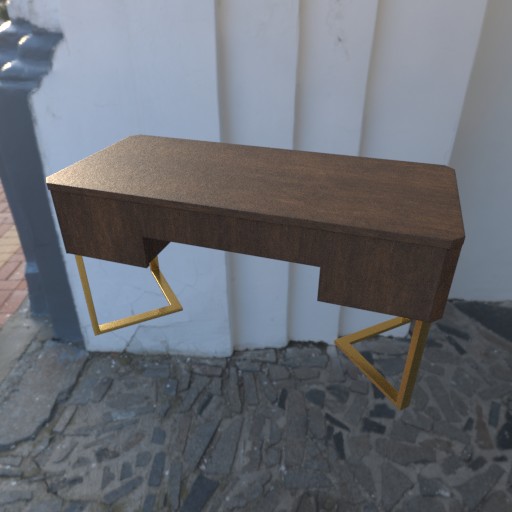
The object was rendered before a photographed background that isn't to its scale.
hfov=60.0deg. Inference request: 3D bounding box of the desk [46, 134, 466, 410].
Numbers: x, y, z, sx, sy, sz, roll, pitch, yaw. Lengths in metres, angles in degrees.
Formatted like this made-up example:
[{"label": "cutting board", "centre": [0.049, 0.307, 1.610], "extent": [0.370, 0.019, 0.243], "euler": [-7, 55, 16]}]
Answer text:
[{"label": "desk", "centre": [0.000, 0.000, 1.927], "extent": [1.479, 0.762, 0.684], "euler": [10, 33, 15]}]
